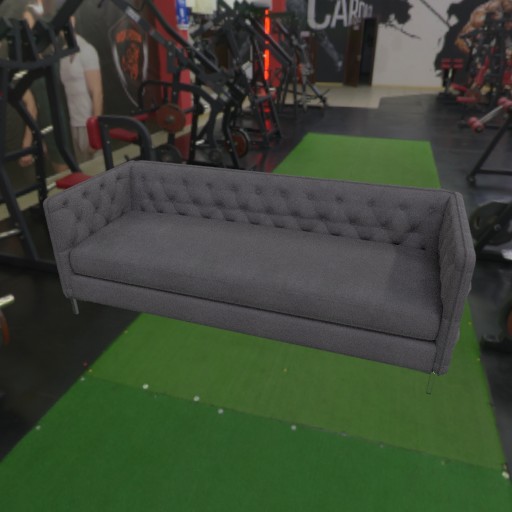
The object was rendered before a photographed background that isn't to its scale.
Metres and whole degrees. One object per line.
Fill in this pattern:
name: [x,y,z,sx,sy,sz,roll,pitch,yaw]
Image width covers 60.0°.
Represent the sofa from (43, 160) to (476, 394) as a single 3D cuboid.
sofa: [0.000,0.000,2.613,2.209,0.771,0.895,9,28,17]
